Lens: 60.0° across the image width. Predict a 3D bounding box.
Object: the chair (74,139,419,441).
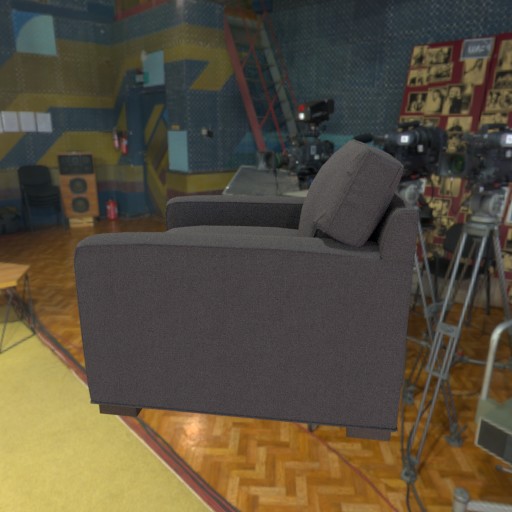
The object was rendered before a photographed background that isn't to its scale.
[{"bbox_3d":[0.000,0.000,1.810,1.043,0.913,0.997,2,16,8],"label":"chair"}]
